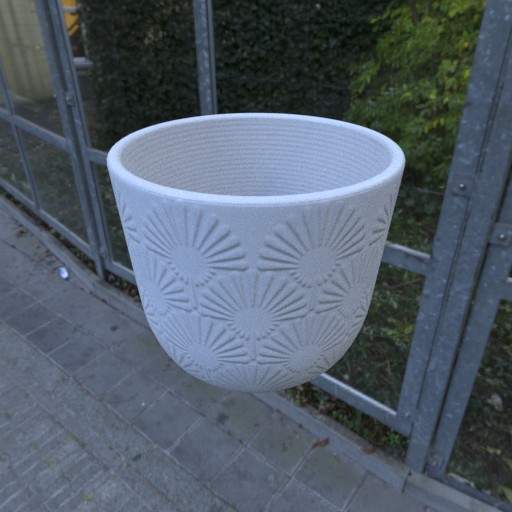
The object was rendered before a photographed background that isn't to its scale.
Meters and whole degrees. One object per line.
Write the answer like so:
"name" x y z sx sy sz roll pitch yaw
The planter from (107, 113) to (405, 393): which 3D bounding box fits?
"planter" 0.000 0.000 0.299 0.170 0.152 0.170 0 30 0
